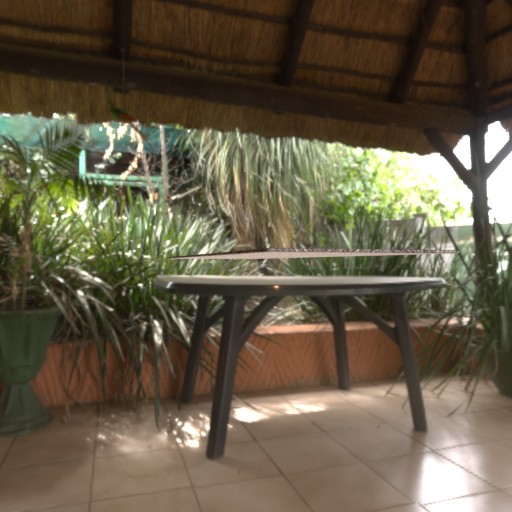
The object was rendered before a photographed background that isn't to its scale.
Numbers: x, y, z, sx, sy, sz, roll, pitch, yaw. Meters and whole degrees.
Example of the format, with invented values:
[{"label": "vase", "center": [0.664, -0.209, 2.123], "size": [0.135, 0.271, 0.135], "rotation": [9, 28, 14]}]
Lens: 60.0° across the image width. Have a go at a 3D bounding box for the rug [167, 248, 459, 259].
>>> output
[{"label": "rug", "center": [0.000, 0.000, 2.506], "size": [0.719, 0.013, 2.305], "rotation": [0, -1, -19]}]
